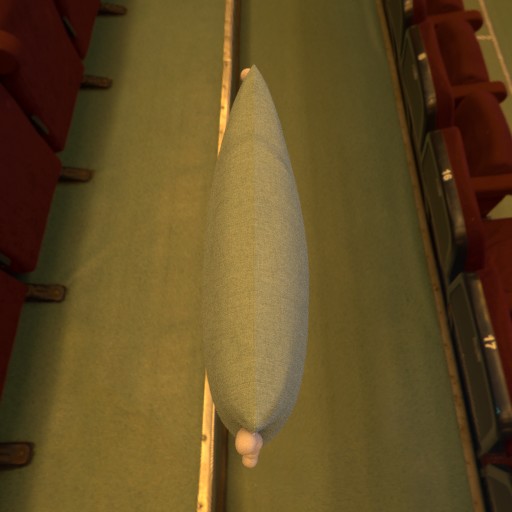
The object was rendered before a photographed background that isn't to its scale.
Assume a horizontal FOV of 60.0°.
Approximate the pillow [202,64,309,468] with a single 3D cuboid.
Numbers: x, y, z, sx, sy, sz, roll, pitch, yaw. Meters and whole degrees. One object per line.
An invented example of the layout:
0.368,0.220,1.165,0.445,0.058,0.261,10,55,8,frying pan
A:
0.000,0.000,0.832,0.201,0.322,0.709,0,63,0,pillow
